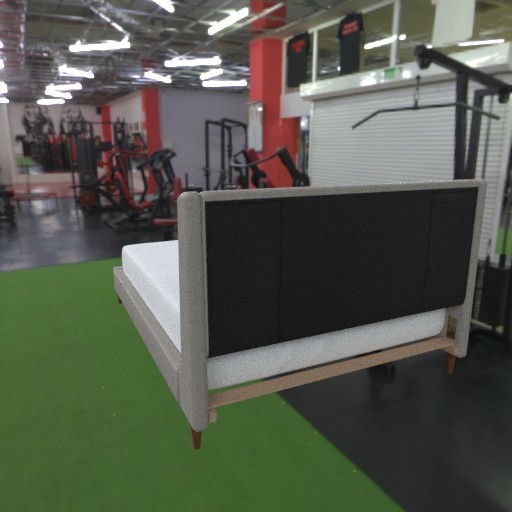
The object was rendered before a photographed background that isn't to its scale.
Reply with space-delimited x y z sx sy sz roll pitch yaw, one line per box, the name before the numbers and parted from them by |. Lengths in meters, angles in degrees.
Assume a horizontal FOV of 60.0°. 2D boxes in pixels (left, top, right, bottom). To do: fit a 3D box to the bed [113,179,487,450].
bed | 0.000 0.000 3.087 1.656 1.147 2.232 -7 15 -25
